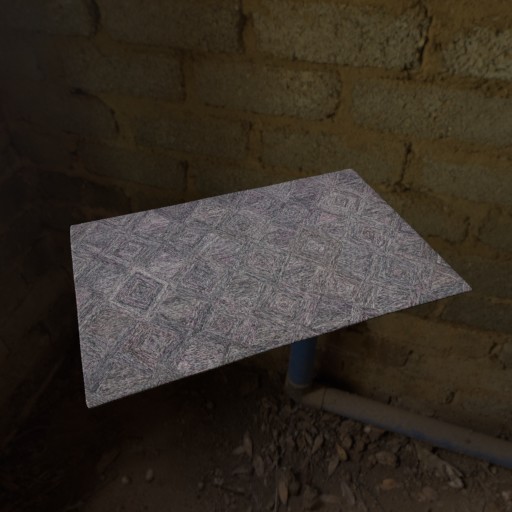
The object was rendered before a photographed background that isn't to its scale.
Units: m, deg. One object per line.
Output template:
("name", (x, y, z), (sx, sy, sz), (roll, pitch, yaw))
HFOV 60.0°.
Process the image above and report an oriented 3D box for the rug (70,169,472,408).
("rug", (0.000, 0.000, 2.253), (1.752, 0.013, 1.158), (-14, 44, -15))
